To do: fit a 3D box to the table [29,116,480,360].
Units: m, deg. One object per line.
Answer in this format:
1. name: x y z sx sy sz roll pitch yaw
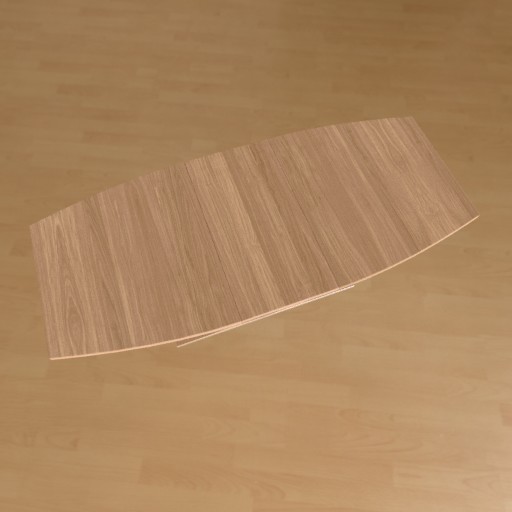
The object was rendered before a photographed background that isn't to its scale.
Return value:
1. table: 0.000 0.000 2.434 2.032 0.750 0.900 -18 64 -9
